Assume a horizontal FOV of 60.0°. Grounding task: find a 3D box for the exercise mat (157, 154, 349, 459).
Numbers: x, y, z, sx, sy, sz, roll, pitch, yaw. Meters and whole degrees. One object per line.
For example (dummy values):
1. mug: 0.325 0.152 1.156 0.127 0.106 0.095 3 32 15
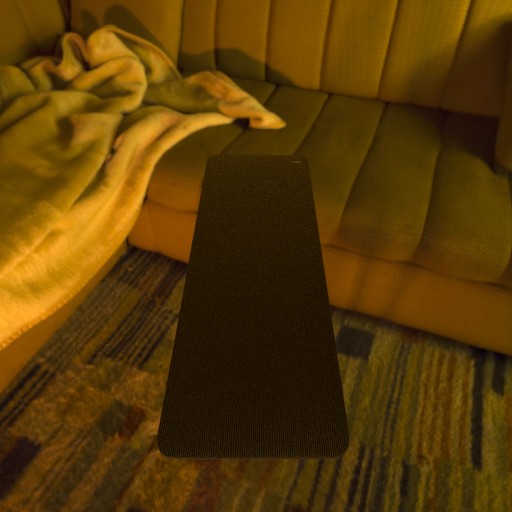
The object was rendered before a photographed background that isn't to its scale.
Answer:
1. exercise mat: 0.000 0.000 2.065 0.616 0.021 1.869 0 42 0
